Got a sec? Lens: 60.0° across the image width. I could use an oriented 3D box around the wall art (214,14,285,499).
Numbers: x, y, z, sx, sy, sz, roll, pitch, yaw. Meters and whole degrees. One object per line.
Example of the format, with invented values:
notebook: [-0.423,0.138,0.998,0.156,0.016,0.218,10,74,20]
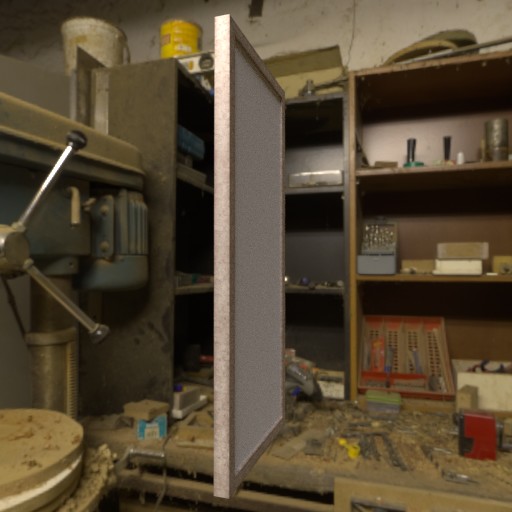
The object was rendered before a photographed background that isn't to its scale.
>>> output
wall art: [0.000,0.000,1.649,0.051,1.461,0.648,0,-1,19]
